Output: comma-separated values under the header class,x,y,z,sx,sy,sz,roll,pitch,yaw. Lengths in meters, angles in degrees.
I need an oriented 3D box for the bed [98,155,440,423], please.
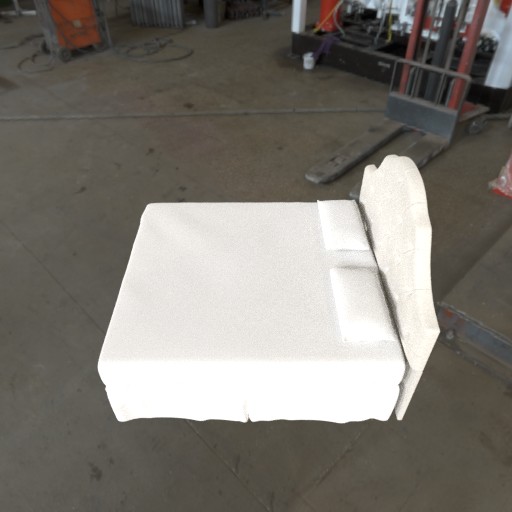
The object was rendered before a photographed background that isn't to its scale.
class,x,y,z,sx,sy,sz,roll,pitch,yaw
bed,0.000,0.000,3.560,2.214,1.615,2.008,0,42,0
